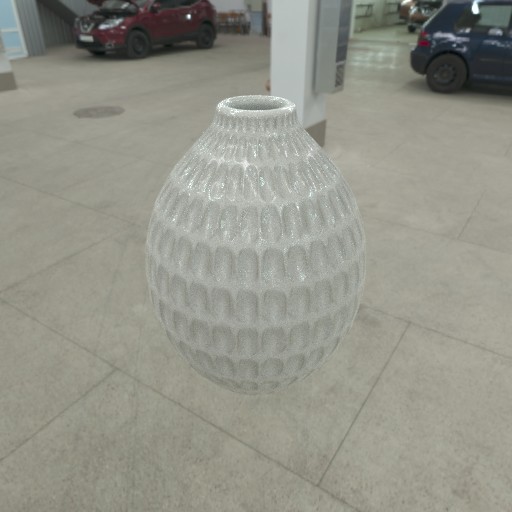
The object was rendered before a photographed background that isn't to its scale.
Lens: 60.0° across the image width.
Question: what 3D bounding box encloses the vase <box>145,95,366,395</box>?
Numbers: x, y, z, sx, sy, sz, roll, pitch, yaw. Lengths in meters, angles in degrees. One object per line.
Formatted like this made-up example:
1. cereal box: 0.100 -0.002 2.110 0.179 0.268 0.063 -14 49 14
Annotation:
1. vase: 0.000 0.000 0.333 0.162 0.223 0.162 0 31 0
